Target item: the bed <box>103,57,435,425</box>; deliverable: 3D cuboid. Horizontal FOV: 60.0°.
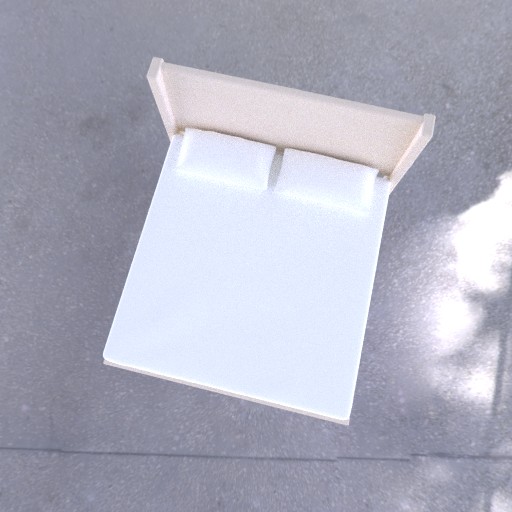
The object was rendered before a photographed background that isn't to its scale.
[{"bbox_3d":[0.000,0.000,3.695,2.145,1.471,2.293,13,75,3],"label":"bed"}]
